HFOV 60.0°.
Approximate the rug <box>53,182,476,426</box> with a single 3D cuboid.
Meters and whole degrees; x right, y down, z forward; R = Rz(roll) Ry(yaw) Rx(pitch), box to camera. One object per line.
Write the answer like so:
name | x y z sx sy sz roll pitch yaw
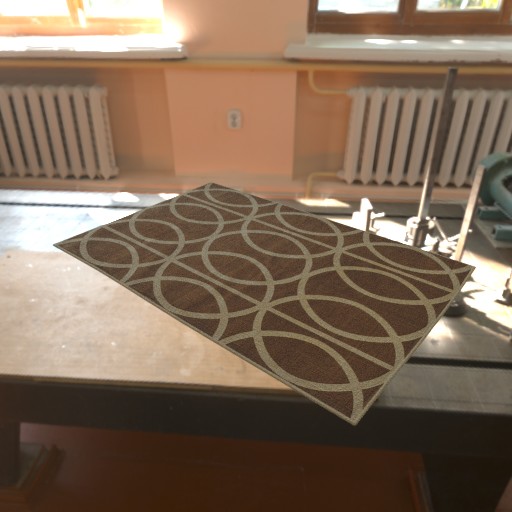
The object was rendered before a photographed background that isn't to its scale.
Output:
rug | 0.000 0.000 2.848 2.290 0.014 1.526 23 37 33
